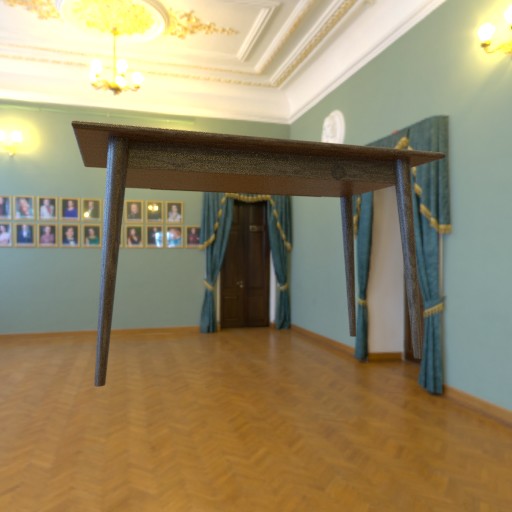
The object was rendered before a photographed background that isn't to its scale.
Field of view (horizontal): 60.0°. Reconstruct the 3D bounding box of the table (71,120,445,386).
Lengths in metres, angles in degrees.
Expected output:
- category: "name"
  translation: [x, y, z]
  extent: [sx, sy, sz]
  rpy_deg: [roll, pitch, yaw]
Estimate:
- category: "table"
  translation: [0.000, 0.000, 1.748]
  extent: [1.300, 0.780, 0.599]
  rpy_deg: [0, 0, -18]
